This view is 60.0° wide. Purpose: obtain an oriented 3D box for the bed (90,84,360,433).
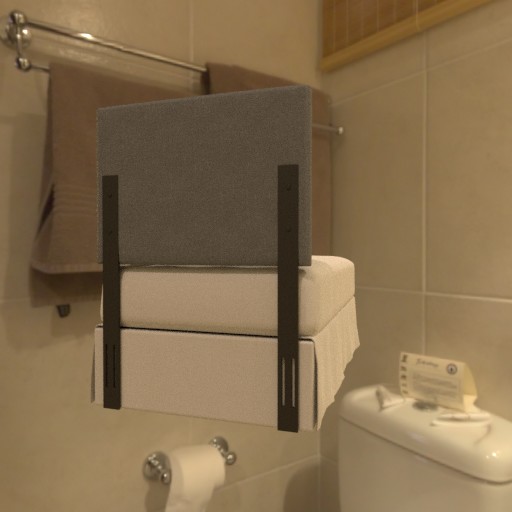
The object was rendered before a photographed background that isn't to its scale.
[{"bbox_3d":[0.000,0.000,3.082,1.261,1.571,1.997,0,1,18],"label":"bed"}]
